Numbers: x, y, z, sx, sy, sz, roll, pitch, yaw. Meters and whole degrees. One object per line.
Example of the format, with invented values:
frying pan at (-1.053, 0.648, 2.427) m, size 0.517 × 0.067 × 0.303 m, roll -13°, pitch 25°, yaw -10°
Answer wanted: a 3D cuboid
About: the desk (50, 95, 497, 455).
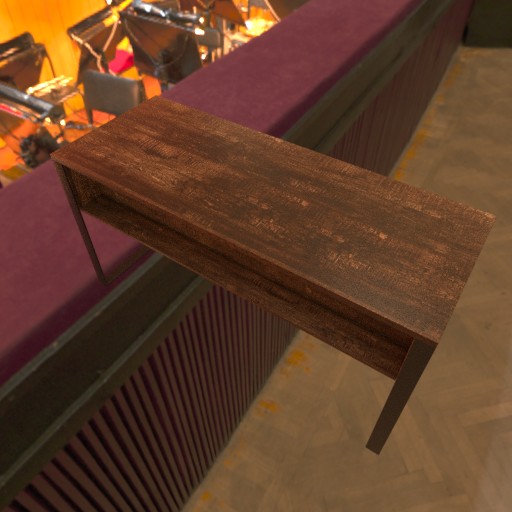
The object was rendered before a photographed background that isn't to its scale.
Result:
desk at (0.000, 0.000, 1.865) m, size 1.524 × 0.762 × 0.599 m, roll 26°, pitch 51°, yaw 23°
